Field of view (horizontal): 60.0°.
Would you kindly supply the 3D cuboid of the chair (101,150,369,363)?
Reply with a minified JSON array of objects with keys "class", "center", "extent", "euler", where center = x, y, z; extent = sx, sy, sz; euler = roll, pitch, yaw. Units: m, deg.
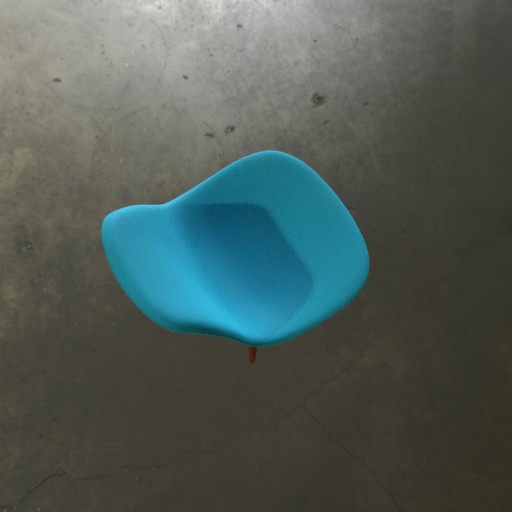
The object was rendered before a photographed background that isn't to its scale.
[{"class":"chair","center":[0.000,0.000,1.148],"extent":[0.533,0.826,0.470],"euler":[-33,78,-8]}]
